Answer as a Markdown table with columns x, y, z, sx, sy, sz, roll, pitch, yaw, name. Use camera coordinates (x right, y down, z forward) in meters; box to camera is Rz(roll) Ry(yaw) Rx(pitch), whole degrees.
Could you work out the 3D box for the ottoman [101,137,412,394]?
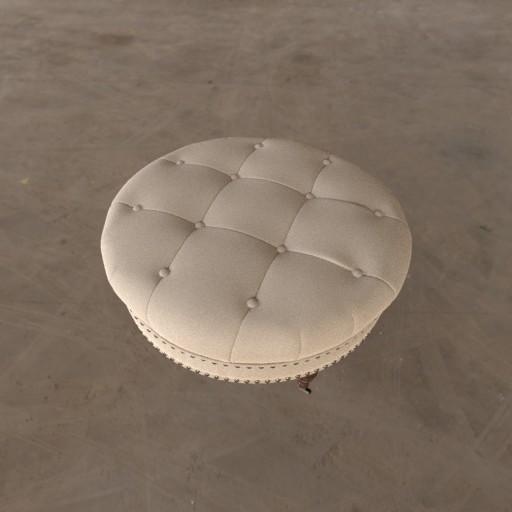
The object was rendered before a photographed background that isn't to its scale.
| x | y | z | sx | sy | sz | roll | pitch | yaw | name |
| --- | --- | --- | --- | --- | --- | --- | --- | --- | --- |
| 0.000 | 0.000 | 1.426 | 0.901 | 0.439 | 0.901 | 0 | 47 | 0 | ottoman |
